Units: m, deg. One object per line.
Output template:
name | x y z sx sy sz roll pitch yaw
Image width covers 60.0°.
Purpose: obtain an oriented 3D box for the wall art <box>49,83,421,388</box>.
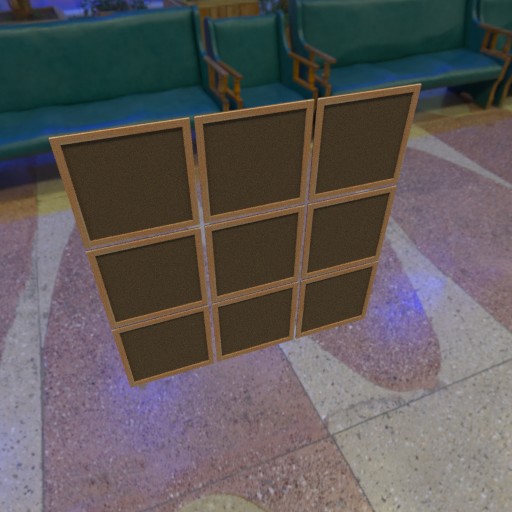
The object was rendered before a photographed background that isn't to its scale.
wall art | 0.000 0.000 2.222 1.520 1.525 0.013 -13 43 -15
